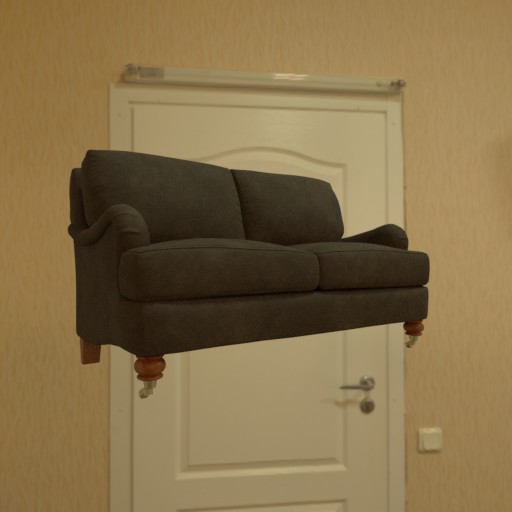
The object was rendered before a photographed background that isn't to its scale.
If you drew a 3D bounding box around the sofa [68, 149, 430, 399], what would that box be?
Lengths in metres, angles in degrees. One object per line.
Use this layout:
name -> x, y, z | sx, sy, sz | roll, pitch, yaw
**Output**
sofa -> 0.000, 0.000, 2.507 | 1.853, 1.101, 1.084 | 0, 0, -36
